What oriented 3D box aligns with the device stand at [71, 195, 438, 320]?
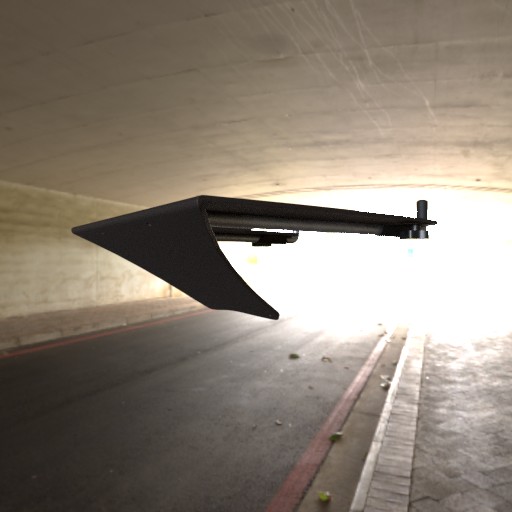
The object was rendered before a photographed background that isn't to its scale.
[{"bbox_3d":[0.000,0.000,0.359,0.230,0.092,0.230,1,-1,-36],"label":"device stand"}]
